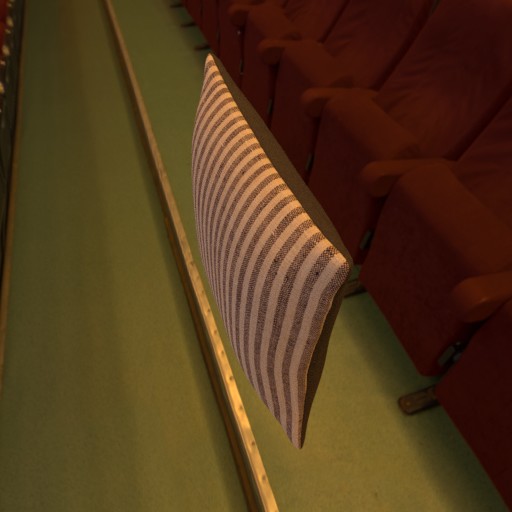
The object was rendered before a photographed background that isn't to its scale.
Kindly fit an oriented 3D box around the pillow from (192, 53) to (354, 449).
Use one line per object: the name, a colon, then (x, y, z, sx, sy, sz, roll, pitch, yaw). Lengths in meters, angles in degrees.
pillow: (0.000, 0.000, 0.779, 0.166, 0.506, 0.523, -14, 49, -13)
